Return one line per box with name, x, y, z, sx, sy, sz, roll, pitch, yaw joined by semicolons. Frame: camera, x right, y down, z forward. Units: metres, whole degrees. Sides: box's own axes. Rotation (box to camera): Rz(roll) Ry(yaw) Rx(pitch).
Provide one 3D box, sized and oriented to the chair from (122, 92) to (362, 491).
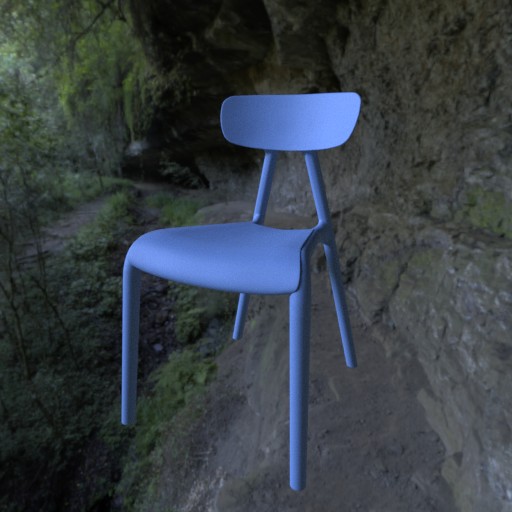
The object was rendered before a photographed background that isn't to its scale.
chair;0.000;0.000;0.818;0.356;0.580;0.401;8;19;26
